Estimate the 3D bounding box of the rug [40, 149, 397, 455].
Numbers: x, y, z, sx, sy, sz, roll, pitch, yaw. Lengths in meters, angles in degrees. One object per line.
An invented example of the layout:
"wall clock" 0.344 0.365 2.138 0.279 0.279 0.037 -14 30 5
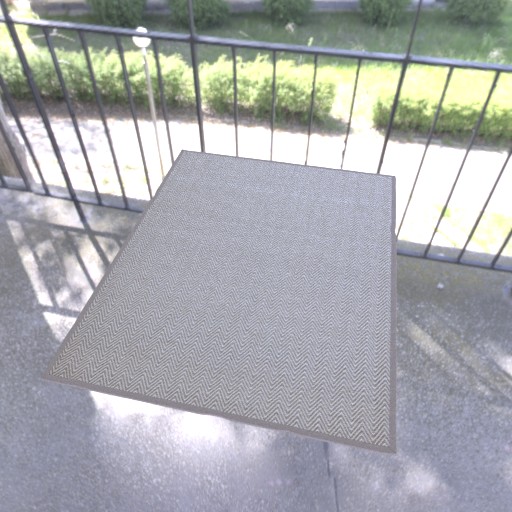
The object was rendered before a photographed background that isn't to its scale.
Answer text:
"rug" 0.000 0.000 3.934 2.434 0.032 3.007 9 46 9
